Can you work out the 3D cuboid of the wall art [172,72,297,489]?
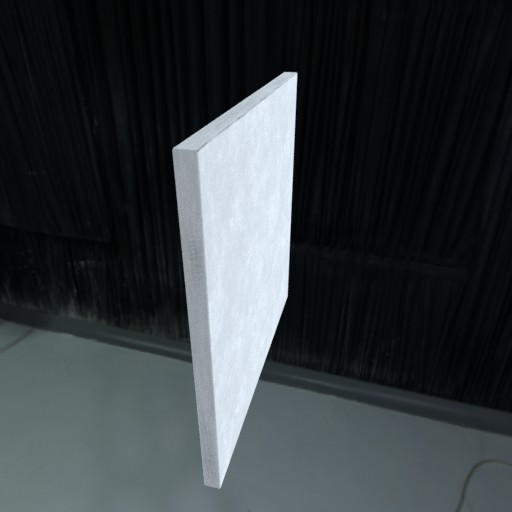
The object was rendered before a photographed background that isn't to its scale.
[{"bbox_3d":[0.000,0.000,0.442,0.015,0.303,0.303,8,31,13],"label":"wall art"}]
